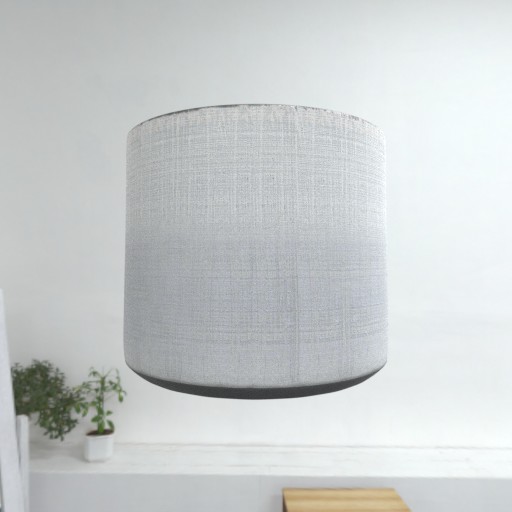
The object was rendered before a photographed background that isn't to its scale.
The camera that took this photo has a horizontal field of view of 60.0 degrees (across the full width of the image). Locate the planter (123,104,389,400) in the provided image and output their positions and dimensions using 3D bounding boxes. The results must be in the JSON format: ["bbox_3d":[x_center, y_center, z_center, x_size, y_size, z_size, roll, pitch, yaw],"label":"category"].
[{"bbox_3d":[0.000,0.000,0.443,0.254,0.221,0.254,0,0,0],"label":"planter"}]
